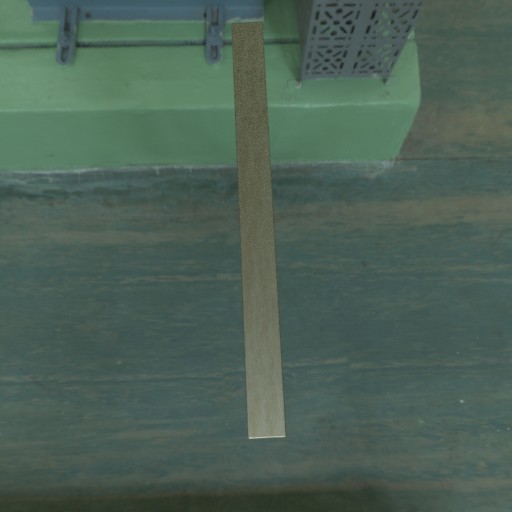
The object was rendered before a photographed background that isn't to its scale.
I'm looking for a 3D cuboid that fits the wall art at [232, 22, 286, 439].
[{"bbox_3d":[0.000,0.000,0.761,0.040,0.506,0.503,-3,77,-1],"label":"wall art"}]
